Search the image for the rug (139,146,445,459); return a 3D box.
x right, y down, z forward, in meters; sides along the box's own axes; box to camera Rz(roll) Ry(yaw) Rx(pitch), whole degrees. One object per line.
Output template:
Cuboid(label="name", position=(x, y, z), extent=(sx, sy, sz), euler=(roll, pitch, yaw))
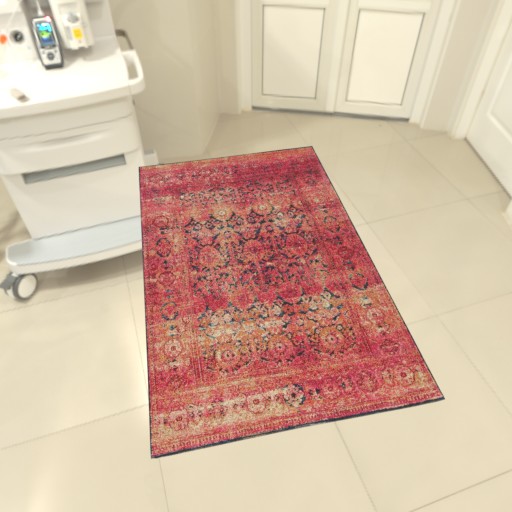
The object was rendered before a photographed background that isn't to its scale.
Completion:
Cuboid(label="rug", position=(0.000, 0.000, 3.056), extent=(1.539, 0.018, 2.449), euler=(-9, 47, -8))
